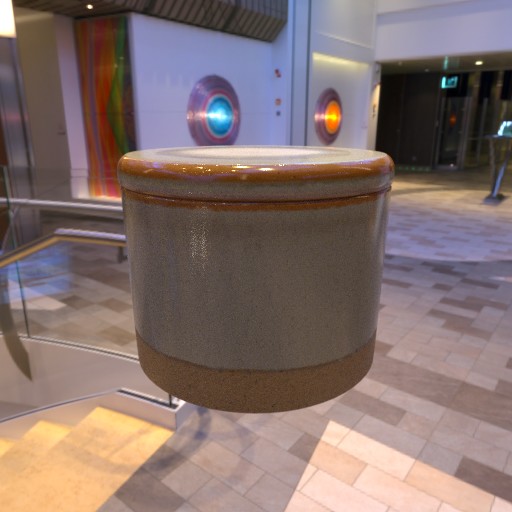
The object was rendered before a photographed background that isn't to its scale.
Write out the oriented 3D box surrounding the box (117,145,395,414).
[{"bbox_3d":[0.000,0.000,0.218,0.123,0.100,0.123,0,17,0],"label":"box"}]
